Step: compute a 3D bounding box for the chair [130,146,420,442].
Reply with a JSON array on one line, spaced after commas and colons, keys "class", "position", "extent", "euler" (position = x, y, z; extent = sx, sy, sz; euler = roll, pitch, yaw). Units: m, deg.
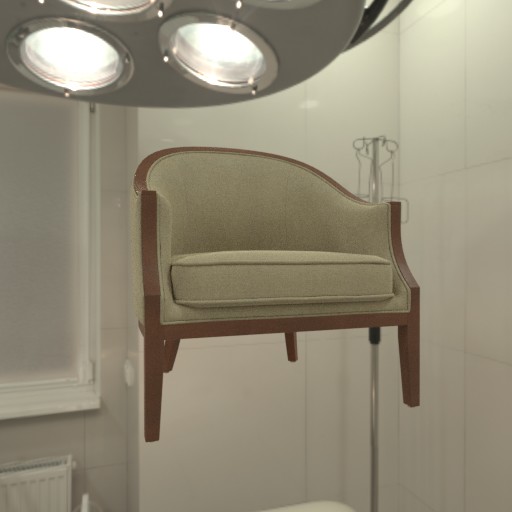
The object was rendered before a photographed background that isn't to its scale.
[{"class": "chair", "position": [0.000, 0.000, 1.471], "extent": [0.803, 0.876, 0.735], "euler": [0, 0, -19]}]
